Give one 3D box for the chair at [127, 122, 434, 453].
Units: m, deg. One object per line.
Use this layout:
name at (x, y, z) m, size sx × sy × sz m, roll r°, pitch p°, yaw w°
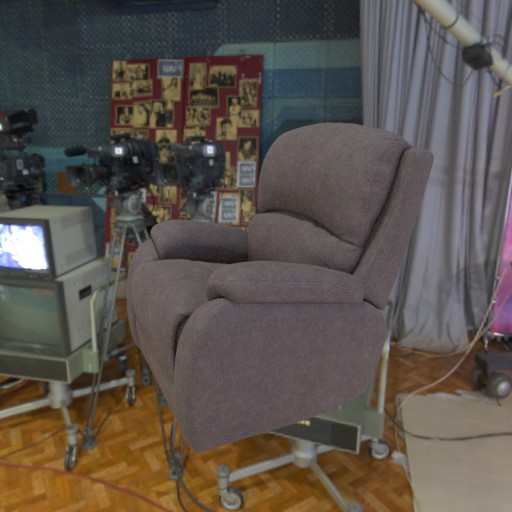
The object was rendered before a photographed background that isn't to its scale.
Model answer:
chair at (0.000, 0.000, 1.737) m, size 0.899 × 1.011 × 0.930 m, roll -7°, pitch 16°, yaw -25°
